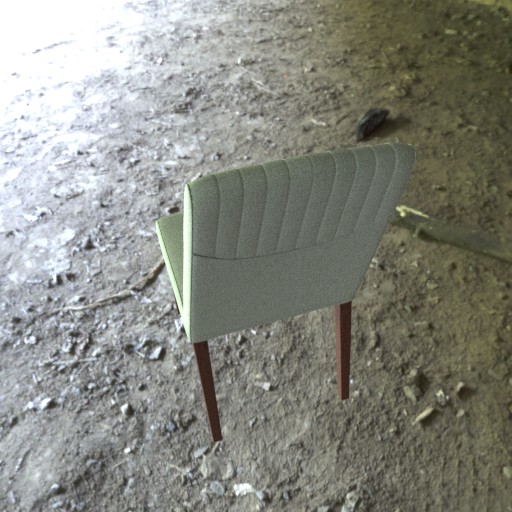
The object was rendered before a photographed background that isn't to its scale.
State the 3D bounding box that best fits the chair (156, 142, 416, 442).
[{"bbox_3d":[0.000,0.000,1.232,0.480,0.900,0.594,-13,43,-14],"label":"chair"}]
